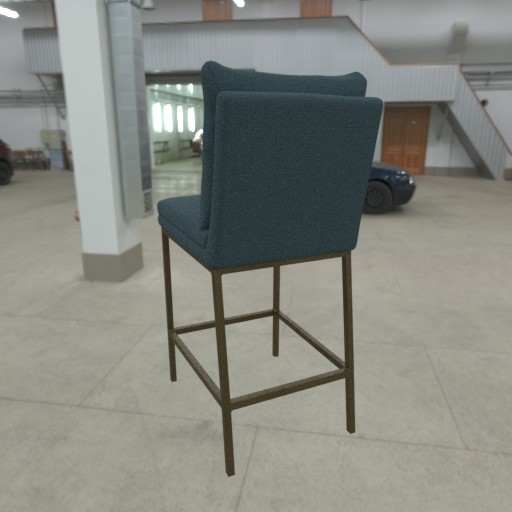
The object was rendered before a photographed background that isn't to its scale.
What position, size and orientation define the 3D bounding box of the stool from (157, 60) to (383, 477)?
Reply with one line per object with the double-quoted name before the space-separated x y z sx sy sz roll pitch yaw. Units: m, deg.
"stool" 0.000 0.000 1.351 0.463 1.032 0.568 -8 18 -25
